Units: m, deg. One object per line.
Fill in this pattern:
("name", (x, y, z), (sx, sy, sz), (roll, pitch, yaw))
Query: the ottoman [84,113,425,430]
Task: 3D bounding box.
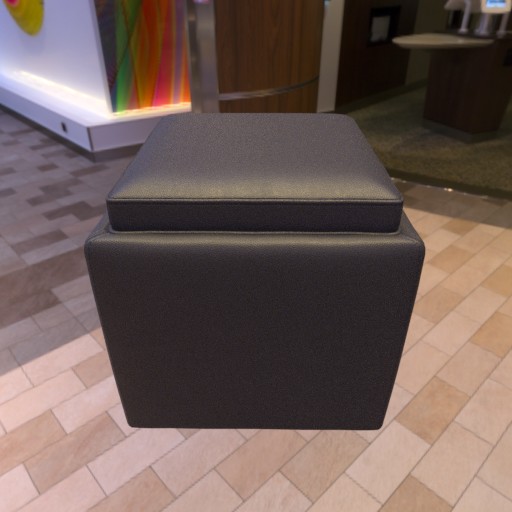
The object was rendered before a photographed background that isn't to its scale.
("ottoman", (0.000, 0.000, 0.822), (0.450, 0.460, 0.451), (0, 32, 1))
